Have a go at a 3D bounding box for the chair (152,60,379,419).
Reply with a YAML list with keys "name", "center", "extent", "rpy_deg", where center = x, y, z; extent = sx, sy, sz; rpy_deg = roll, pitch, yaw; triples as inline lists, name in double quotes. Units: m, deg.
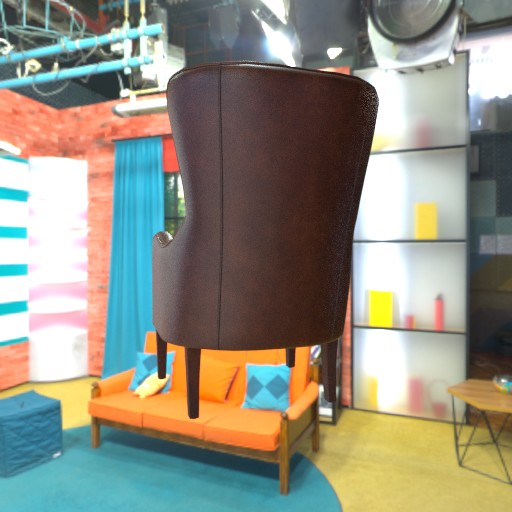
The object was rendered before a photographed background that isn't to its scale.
- name: "chair"
  center: [0.000, 0.000, 1.609]
  extent: [0.692, 1.048, 0.914]
  rpy_deg: [0, 1, -18]
